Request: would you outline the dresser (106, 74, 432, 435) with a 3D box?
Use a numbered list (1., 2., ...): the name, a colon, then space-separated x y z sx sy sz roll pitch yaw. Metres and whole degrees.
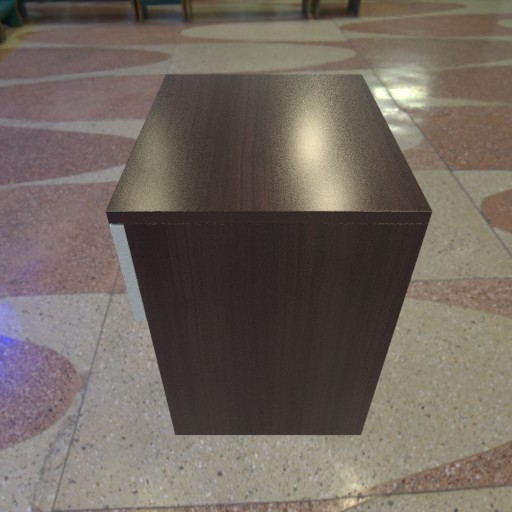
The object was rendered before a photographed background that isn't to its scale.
1. dresser: 0.000 0.000 0.757 0.360 0.470 0.400 0 41 0
